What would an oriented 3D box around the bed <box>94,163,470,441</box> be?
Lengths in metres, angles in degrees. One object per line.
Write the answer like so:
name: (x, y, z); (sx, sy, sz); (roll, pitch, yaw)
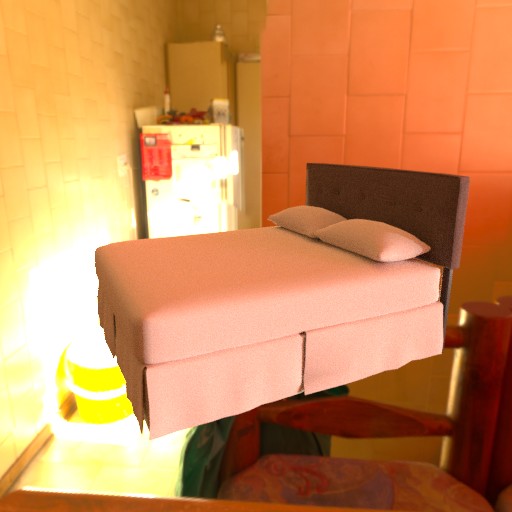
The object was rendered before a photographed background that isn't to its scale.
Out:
bed: (0.000, 0.000, 2.876); (1.894, 1.089, 1.610); (-7, 17, -25)
